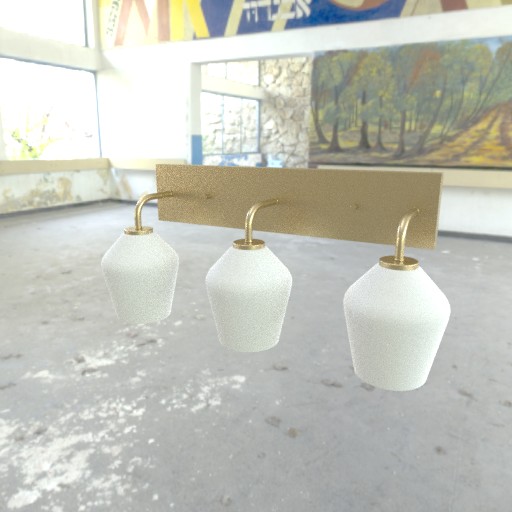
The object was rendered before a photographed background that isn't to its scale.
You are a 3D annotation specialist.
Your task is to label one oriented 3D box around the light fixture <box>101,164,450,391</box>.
[{"bbox_3d":[0.000,0.000,0.737,0.609,0.280,0.190,8,17,28],"label":"light fixture"}]
